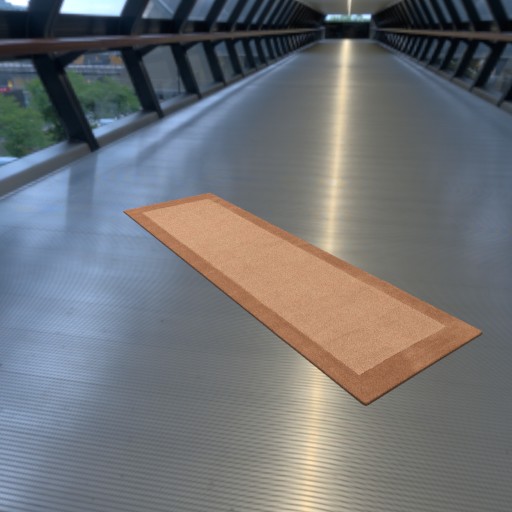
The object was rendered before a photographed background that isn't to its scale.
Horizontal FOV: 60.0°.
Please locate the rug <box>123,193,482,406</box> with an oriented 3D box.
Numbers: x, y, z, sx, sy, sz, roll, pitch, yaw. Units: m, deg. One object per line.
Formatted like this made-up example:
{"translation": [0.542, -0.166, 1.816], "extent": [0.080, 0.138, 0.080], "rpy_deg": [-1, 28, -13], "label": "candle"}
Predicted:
{"translation": [0.000, 0.000, 2.676], "extent": [0.764, 0.017, 2.439], "rpy_deg": [-17, 31, -31], "label": "rug"}
